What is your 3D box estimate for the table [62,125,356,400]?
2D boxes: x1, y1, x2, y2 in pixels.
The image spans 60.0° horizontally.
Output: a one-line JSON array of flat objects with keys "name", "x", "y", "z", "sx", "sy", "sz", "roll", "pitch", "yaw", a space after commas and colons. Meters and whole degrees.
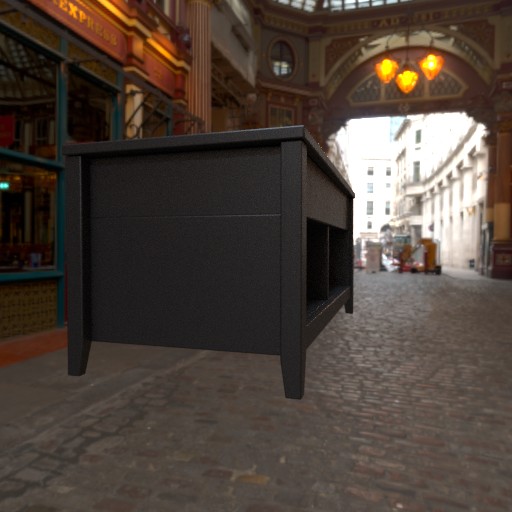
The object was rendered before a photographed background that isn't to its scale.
[{"name": "table", "x": 0.000, "y": 0.000, "z": 1.288, "sx": 0.483, "sy": 0.457, "sz": 1.016, "roll": 0, "pitch": 2, "yaw": 17}]
